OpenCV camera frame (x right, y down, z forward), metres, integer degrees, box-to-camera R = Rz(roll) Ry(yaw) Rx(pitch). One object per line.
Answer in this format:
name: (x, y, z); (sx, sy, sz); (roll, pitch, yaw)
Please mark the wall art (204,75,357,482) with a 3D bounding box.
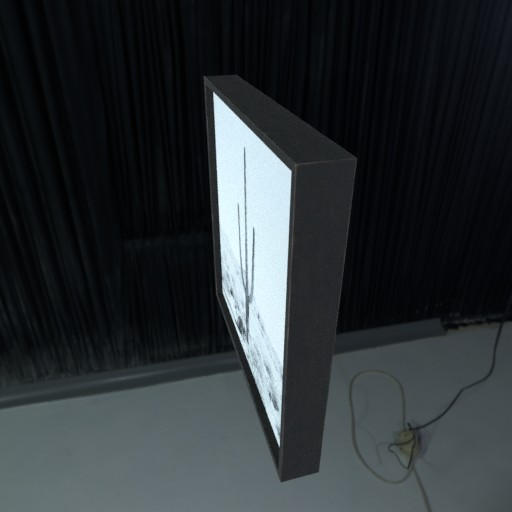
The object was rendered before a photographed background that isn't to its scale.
wall art: (0.000, 0.000, 0.460); (0.038, 0.305, 0.305); (-8, 32, -13)
